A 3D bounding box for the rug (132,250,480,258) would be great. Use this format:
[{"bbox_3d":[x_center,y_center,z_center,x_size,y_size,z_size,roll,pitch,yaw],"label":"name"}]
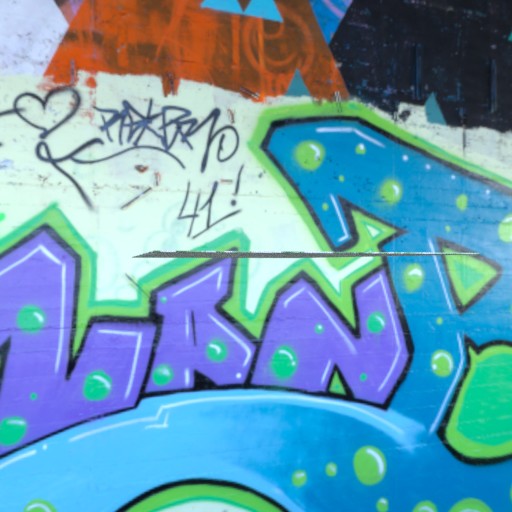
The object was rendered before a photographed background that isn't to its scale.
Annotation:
[{"bbox_3d":[0.000,0.000,2.373,1.220,0.006,1.826,0,-1,-18],"label":"rug"}]
